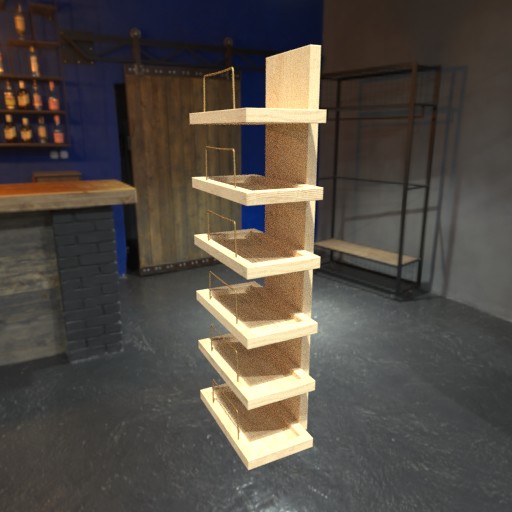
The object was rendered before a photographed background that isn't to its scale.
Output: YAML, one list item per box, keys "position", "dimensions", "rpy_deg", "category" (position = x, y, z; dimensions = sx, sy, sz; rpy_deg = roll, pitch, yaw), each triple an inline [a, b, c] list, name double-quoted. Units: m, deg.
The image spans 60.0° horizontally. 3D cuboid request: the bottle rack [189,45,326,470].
- position: [0.000, 0.000, 1.101]
  dimensions: [0.206, 0.943, 0.330]
  rpy_deg: [-8, 18, -26]
  category: "bottle rack"
